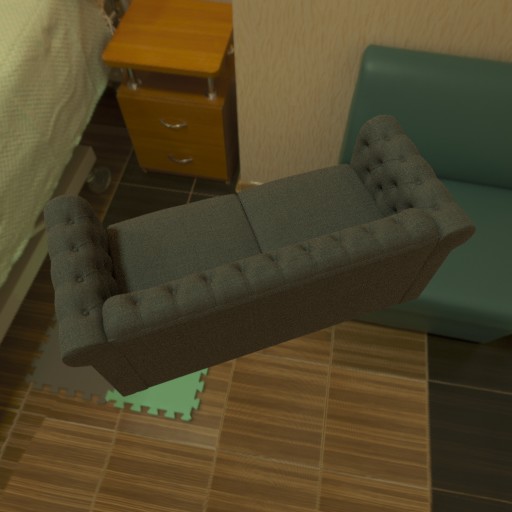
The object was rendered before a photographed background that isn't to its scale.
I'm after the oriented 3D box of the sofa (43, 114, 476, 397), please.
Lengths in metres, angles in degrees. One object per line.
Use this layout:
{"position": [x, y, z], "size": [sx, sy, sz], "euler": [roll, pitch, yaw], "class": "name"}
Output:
{"position": [0.000, 0.000, 2.255], "size": [1.798, 0.797, 0.783], "euler": [-17, 60, -10], "class": "sofa"}
